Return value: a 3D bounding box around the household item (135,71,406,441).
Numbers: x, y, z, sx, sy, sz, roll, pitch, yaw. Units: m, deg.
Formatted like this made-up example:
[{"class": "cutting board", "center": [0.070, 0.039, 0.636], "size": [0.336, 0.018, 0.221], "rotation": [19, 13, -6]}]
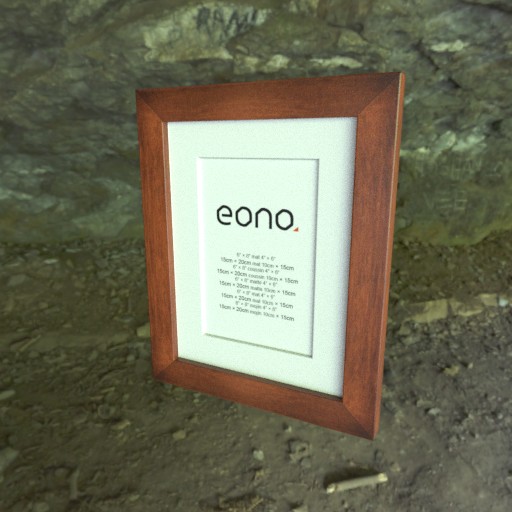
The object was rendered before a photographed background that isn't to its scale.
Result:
[{"class": "household item", "center": [0.000, 0.000, 0.342], "size": [0.200, 0.250, 0.020], "rotation": [7, 16, 25]}]
